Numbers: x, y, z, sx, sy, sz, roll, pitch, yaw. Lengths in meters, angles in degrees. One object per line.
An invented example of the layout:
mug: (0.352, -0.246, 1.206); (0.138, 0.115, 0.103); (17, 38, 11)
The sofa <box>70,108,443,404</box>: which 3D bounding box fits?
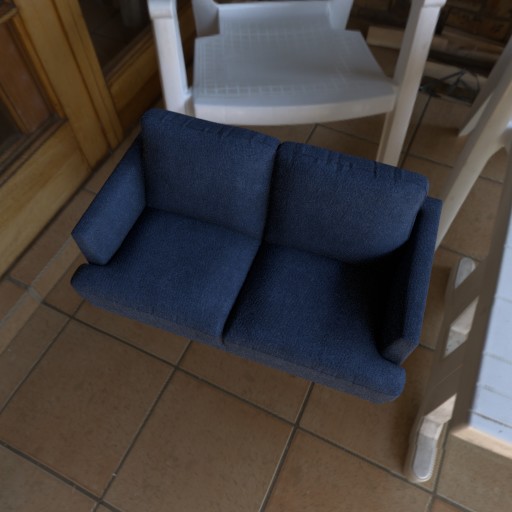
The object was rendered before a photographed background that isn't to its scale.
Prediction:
sofa: (0.000, 0.000, 2.162); (1.582, 0.944, 0.903); (17, 60, 10)
